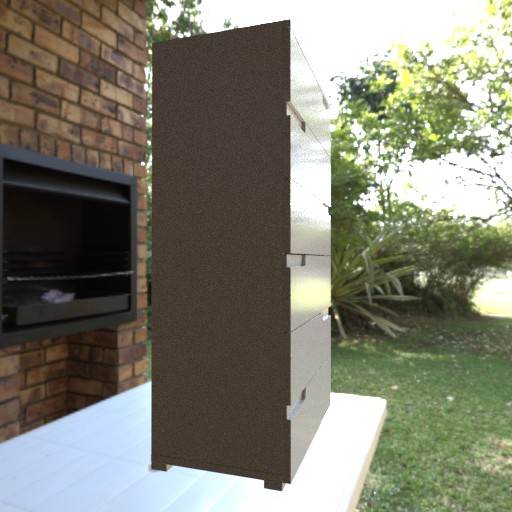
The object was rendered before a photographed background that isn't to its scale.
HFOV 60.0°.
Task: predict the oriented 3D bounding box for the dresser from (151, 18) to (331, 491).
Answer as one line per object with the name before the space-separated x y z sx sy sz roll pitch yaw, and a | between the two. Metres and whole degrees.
dresser | 0.000 0.000 1.482 0.400 1.190 0.650 0 -1 18
